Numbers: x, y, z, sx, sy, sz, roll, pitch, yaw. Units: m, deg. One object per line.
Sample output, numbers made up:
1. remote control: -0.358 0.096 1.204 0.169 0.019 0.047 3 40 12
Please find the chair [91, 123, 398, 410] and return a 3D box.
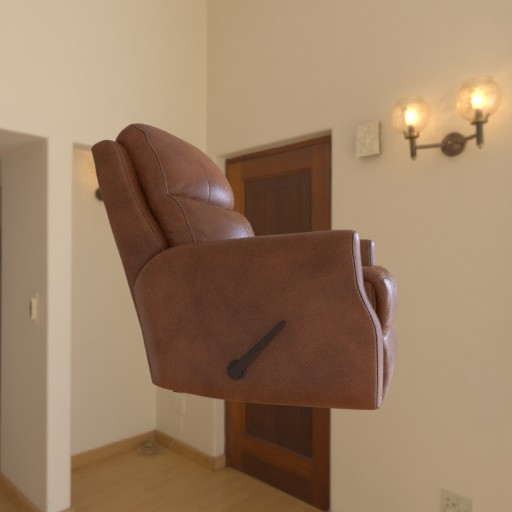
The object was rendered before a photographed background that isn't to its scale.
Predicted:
1. chair: 0.000 0.000 1.760 1.072 1.016 0.821 0 -1 19
